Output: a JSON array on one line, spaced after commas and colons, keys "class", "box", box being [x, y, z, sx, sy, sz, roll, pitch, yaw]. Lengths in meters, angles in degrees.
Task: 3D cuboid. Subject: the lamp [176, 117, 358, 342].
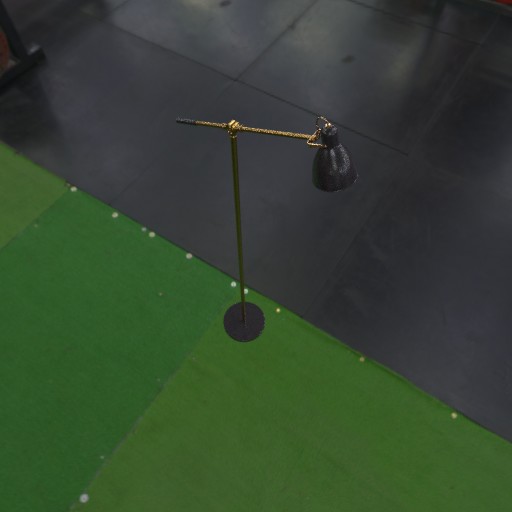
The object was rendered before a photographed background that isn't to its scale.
[{"class": "lamp", "box": [0.000, 0.000, 1.785, 0.618, 1.628, 0.235, 32, 64, 18]}]
